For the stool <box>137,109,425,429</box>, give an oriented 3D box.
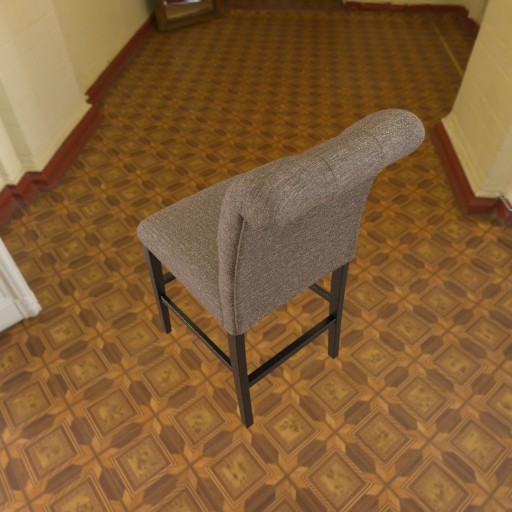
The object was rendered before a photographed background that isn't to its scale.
[{"bbox_3d":[0.000,0.000,1.300,0.457,0.970,0.611,-30,52,-27],"label":"stool"}]
